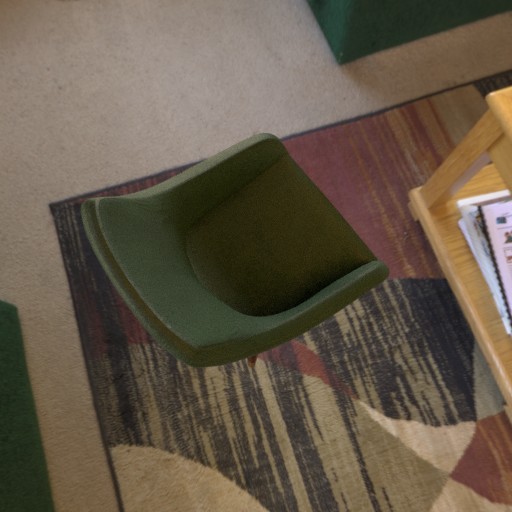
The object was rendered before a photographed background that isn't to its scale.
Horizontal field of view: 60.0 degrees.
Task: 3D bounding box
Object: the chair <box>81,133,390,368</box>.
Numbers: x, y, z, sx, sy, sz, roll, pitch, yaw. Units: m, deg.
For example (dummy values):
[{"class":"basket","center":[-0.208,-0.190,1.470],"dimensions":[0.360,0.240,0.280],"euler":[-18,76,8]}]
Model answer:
[{"class":"chair","center":[0.000,0.000,1.582],"dimensions":[0.794,1.081,0.683],"euler":[-35,77,-10]}]
